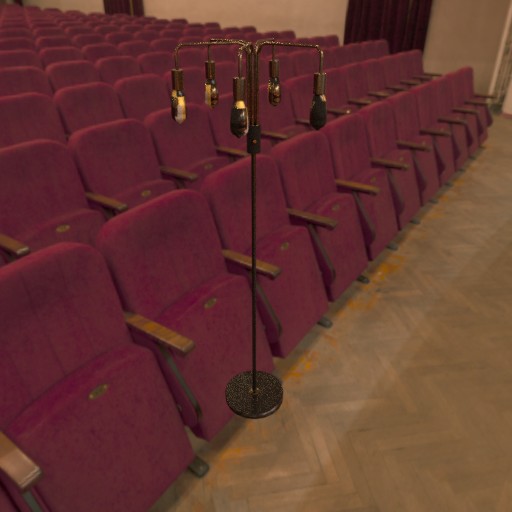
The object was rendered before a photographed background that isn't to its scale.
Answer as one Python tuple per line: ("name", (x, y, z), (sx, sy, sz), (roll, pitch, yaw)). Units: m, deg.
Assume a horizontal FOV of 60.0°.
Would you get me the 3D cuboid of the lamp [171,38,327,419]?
("lamp", (0.000, 0.000, 1.967), (0.599, 1.721, 0.572), (19, 34, 30))
